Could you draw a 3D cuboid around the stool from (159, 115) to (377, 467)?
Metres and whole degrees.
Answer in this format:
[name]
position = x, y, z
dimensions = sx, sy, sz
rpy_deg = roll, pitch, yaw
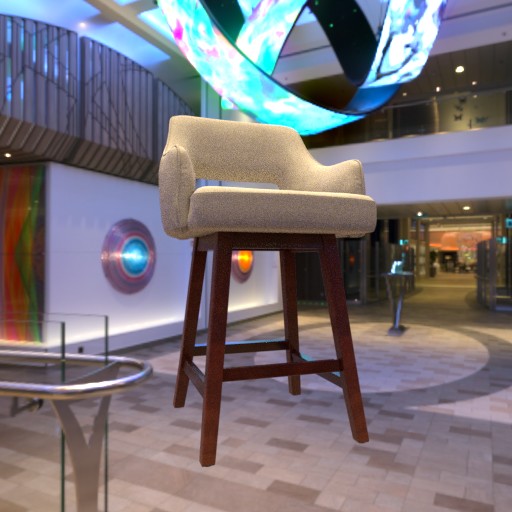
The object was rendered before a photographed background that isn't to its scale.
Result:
[stool]
position = 0.000, 0.000, 1.283
dimensions = 0.550, 0.936, 0.560
rpy_deg = 0, -1, -19
